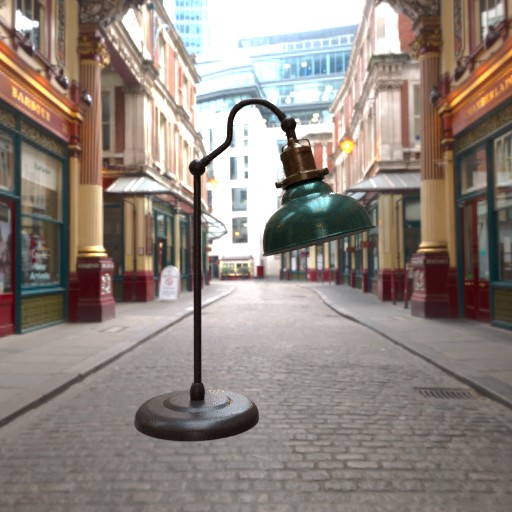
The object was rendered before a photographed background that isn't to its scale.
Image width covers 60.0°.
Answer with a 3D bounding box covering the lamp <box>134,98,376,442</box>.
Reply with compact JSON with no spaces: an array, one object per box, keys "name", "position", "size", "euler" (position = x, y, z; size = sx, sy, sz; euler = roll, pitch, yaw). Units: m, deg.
[{"name":"lamp","position":[0.000,0.000,0.702],"size":[0.374,0.508,0.192],"euler":[0,-2,0]}]
